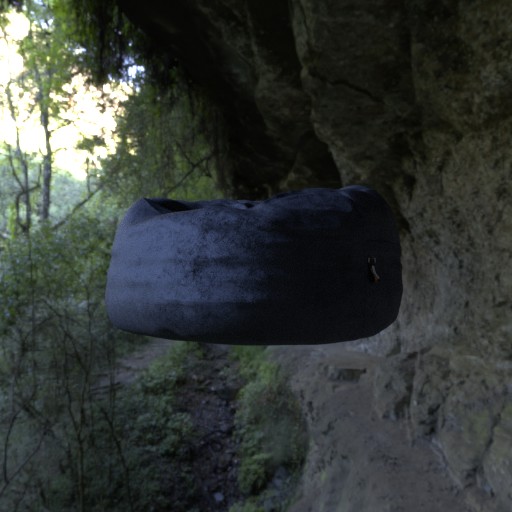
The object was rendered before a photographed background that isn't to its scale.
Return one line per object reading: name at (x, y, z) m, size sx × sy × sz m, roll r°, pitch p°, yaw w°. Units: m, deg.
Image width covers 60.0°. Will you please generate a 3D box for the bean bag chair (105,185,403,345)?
bean bag chair at (0.000, 0.000, 2.406) m, size 1.525 × 0.751 × 1.525 m, roll 0°, pitch -1°, yaw 0°
